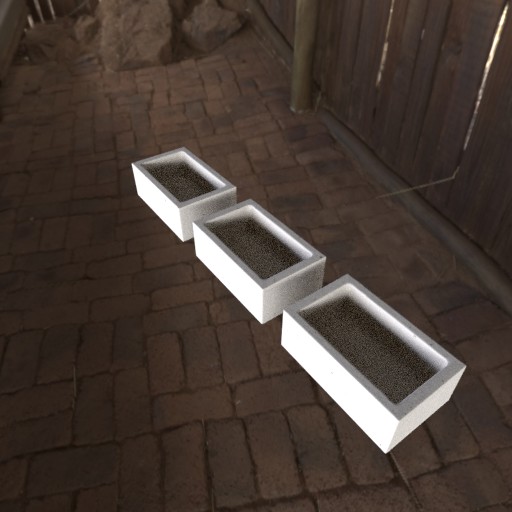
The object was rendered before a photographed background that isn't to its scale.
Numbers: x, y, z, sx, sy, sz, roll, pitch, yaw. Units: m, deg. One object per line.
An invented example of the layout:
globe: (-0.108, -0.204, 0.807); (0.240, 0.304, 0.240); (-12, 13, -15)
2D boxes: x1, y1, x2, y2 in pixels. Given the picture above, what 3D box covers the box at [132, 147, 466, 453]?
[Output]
box: (0.000, 0.000, 0.493); (0.082, 0.051, 0.461); (-25, 47, -26)
